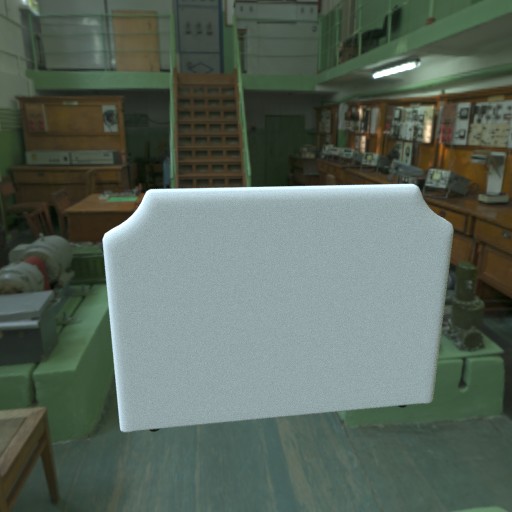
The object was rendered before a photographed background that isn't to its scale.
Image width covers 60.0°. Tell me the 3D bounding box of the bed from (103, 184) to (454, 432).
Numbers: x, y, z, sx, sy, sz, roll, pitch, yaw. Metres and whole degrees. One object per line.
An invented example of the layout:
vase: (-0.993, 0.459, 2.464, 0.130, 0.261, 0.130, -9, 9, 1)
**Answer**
bed: (0.000, 0.000, 3.862, 2.134, 1.524, 2.548, -2, 17, -8)
